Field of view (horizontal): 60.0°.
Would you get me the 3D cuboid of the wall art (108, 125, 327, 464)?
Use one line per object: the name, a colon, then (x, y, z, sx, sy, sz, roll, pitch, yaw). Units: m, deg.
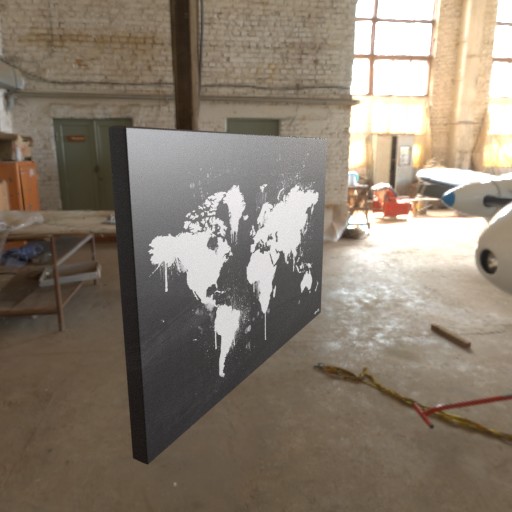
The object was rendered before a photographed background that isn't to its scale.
wall art: (0.000, 0.000, 1.154, 0.038, 0.612, 0.912, 7, 15, 28)
